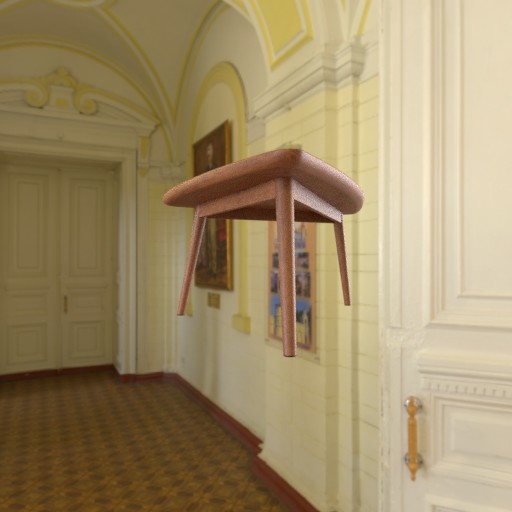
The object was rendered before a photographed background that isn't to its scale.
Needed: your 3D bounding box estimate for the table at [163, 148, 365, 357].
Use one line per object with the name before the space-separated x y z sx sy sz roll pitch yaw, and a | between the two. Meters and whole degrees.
table | 0.000 0.000 1.292 0.601 0.365 1.008 0 0 19
